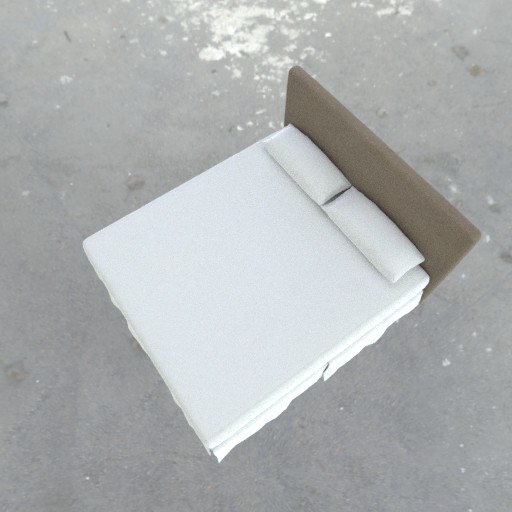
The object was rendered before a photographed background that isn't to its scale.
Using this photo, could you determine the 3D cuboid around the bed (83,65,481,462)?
[{"bbox_3d":[0.000,0.000,3.621,2.341,1.317,2.119,-33,68,-15],"label":"bed"}]
